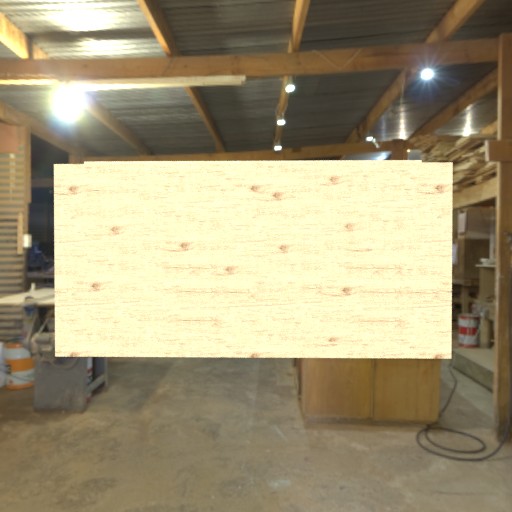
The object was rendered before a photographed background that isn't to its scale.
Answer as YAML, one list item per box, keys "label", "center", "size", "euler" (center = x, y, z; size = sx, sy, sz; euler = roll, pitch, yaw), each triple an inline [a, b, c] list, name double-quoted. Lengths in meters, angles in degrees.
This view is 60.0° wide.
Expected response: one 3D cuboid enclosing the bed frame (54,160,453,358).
- label: "bed frame"
  center: [0.000, 0.000, 3.213]
  size: [1.950, 0.970, 2.080]
  euler: [0, 1, 1]
